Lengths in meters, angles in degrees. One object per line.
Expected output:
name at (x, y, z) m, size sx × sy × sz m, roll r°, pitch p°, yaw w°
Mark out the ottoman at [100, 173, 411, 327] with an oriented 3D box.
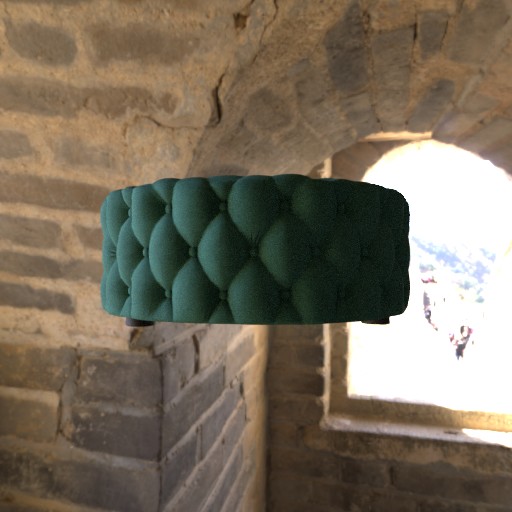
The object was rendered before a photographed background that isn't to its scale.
ottoman at (0.000, 0.000, 1.497) m, size 0.998 × 0.399 × 0.998 m, roll 0°, pitch -1°, yaw 0°
